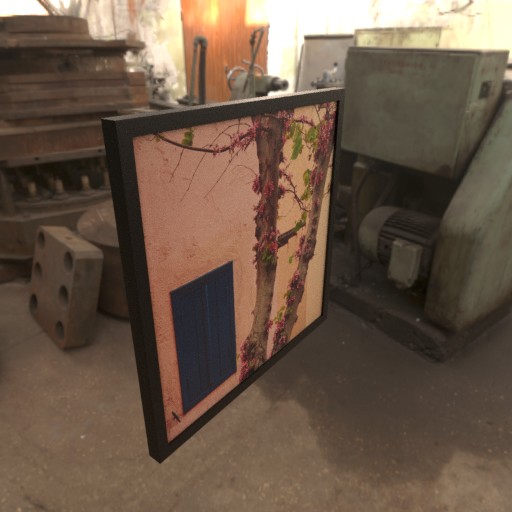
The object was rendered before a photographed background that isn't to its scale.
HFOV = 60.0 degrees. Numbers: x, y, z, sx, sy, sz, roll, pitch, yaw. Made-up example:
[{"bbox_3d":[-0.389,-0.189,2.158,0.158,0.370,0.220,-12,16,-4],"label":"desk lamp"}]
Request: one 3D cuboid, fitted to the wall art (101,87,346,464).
[{"bbox_3d":[0.000,0.000,1.136,0.038,0.762,0.762,18,31,34],"label":"wall art"}]
